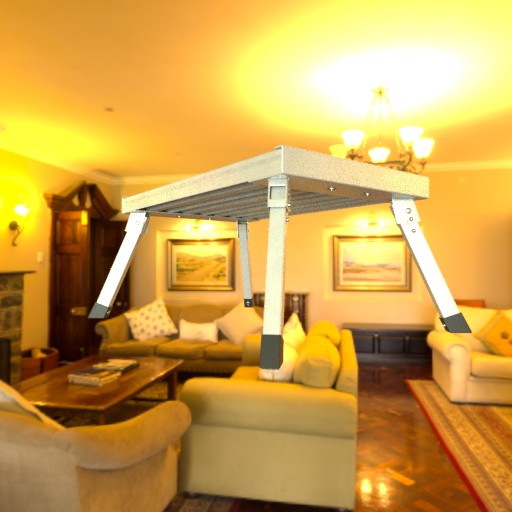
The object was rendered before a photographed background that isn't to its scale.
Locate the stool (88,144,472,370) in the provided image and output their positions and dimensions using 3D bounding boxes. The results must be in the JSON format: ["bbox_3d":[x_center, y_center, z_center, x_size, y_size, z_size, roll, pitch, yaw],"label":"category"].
[{"bbox_3d":[0.000,0.000,0.732,0.385,0.225,0.535,1,-2,-38],"label":"stool"}]
